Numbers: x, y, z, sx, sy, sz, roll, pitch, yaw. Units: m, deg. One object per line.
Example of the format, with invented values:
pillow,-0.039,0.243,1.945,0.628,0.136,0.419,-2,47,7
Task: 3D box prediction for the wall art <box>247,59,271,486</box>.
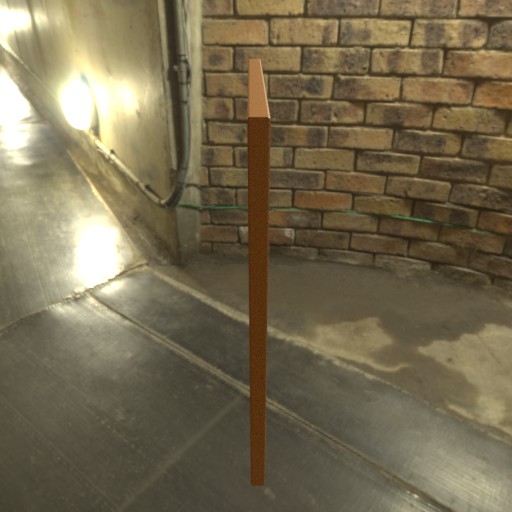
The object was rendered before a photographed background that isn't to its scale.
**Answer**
wall art,0.000,0.000,0.504,0.015,0.379,0.310,0,30,-1
